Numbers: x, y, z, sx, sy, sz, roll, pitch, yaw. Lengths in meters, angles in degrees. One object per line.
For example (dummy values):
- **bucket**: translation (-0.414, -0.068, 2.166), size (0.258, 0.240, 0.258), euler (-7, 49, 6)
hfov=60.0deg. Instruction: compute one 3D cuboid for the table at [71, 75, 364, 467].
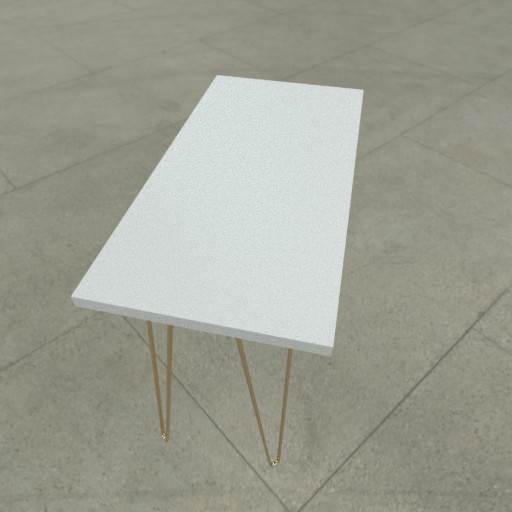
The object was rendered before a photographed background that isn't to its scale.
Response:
- **table**: translation (0.000, 0.000, 1.374), size (0.498, 0.660, 0.991), euler (9, 47, 9)
